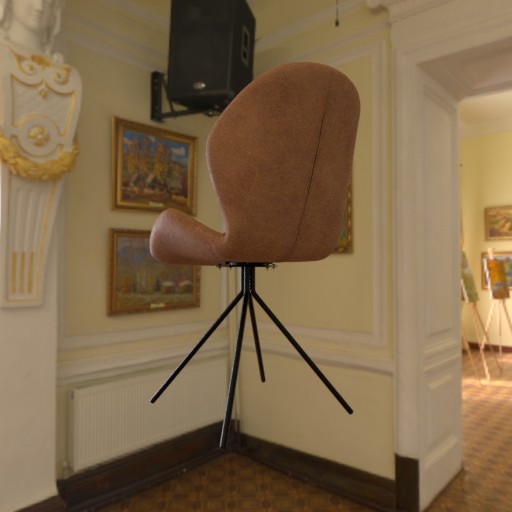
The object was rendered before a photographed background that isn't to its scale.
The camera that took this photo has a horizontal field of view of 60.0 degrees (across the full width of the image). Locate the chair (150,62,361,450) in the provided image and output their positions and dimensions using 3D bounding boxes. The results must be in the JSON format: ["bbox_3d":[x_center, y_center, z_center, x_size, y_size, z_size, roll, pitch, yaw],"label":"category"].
[{"bbox_3d":[0.000,0.000,1.323,0.527,0.929,0.640,1,-1,-35],"label":"chair"}]
